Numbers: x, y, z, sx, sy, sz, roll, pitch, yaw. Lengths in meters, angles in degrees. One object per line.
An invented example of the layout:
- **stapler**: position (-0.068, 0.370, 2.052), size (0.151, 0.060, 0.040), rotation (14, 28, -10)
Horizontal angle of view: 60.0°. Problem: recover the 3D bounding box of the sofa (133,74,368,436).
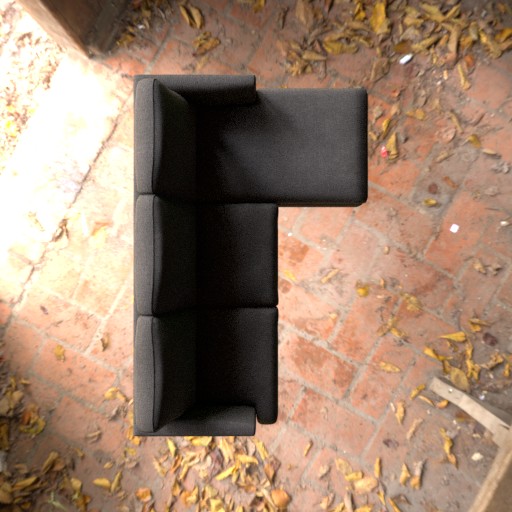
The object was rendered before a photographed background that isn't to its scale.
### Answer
- **sofa**: position (0.000, 0.000, 2.922), size (1.504, 0.956, 2.233), rotation (0, 90, 0)
